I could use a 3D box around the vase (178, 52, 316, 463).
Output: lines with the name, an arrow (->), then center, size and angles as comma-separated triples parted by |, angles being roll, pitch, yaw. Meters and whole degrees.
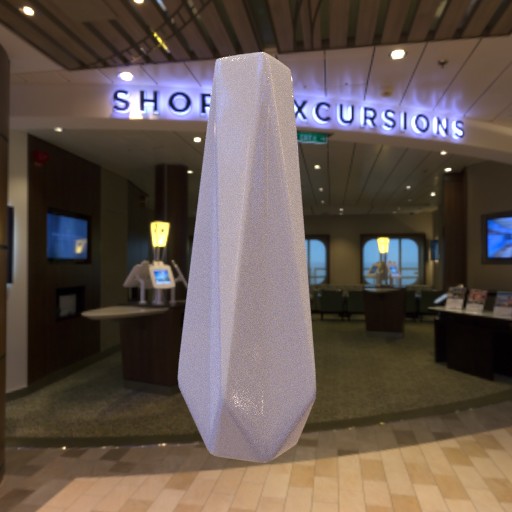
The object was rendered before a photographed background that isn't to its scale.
vase -> 0.000, 0.000, 0.393 | 0.116, 0.329, 0.122 | 1, -1, -36
